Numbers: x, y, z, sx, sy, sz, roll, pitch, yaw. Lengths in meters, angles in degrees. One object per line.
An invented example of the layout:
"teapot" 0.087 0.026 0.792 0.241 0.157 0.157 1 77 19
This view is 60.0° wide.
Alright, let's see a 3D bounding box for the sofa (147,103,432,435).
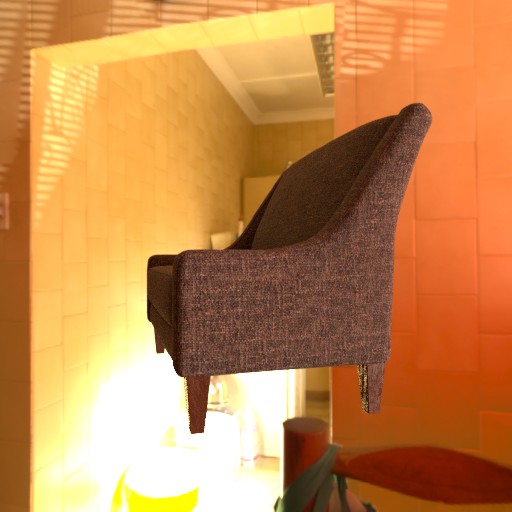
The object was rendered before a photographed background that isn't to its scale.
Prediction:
"sofa" 0.000 0.000 1.921 0.870 1.021 1.242 0 -1 -17
